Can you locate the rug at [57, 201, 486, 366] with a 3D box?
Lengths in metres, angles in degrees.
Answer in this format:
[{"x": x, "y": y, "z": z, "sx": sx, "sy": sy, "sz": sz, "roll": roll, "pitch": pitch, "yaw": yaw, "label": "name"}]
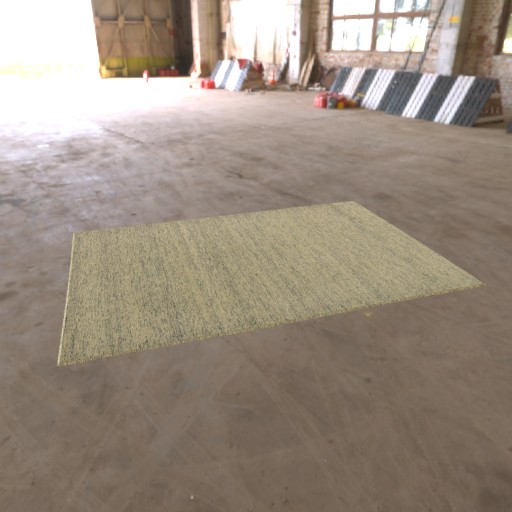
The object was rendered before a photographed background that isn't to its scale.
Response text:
[{"x": 0.000, "y": 0.000, "z": 2.321, "sx": 1.846, "sy": 0.014, "sz": 1.243, "roll": -8, "pitch": 27, "yaw": -16, "label": "rug"}]
